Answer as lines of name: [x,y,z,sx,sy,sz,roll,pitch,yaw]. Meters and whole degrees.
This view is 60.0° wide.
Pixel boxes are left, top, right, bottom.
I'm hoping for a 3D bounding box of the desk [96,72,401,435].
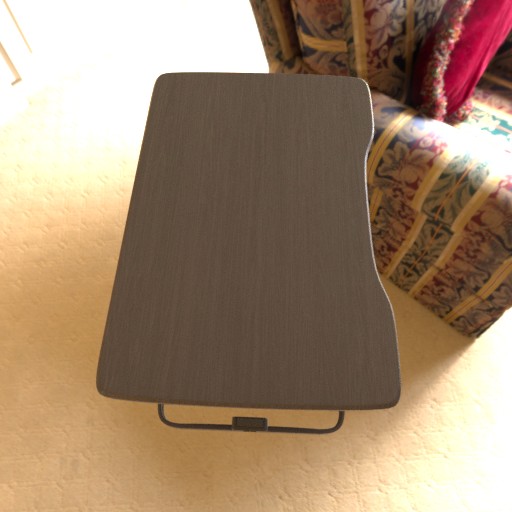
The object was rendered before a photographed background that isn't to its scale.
desk: [0.000,0.000,1.153,0.546,0.470,0.820,2,63,1]
